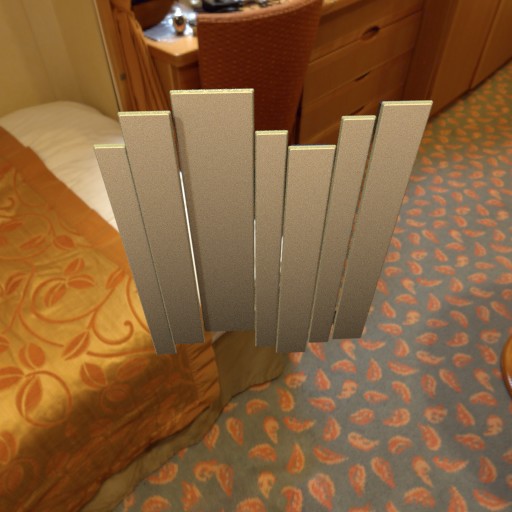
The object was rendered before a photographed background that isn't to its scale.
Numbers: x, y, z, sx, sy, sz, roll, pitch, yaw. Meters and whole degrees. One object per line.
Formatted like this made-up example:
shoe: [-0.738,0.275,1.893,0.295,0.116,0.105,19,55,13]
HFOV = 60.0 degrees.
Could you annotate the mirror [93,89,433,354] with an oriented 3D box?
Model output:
mirror: [0.000,0.000,0.784,0.445,0.611,0.058,-2,46,-2]
